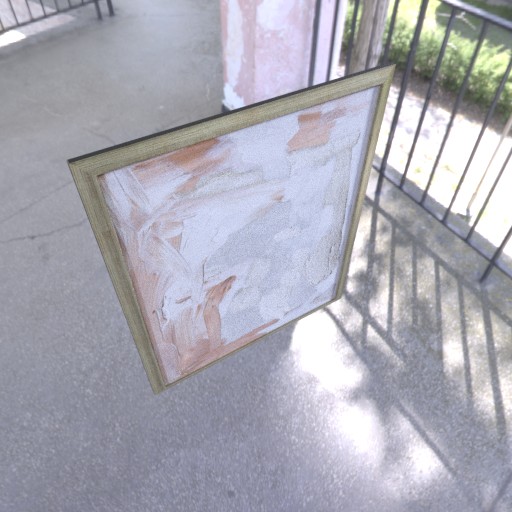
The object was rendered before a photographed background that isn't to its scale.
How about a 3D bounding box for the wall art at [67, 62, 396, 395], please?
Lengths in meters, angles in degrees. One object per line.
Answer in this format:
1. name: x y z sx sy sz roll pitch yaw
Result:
1. wall art: 0.000 0.000 0.904 0.559 0.660 0.018 -24 52 -21
